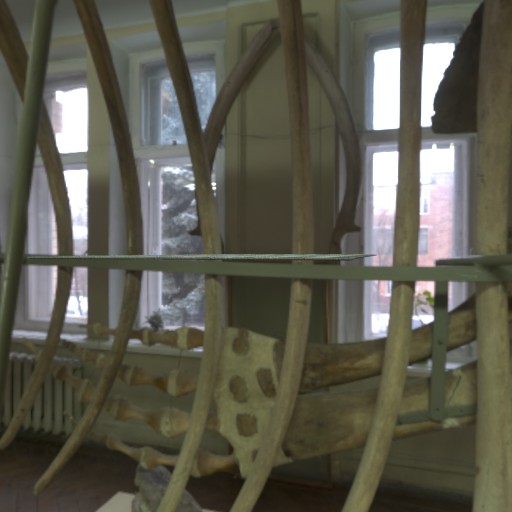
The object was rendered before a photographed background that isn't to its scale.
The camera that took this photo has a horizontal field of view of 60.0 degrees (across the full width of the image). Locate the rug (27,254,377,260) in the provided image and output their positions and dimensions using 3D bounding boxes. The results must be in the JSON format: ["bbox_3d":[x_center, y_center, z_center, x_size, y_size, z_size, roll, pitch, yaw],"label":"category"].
[{"bbox_3d":[0.000,0.000,3.089,1.554,0.011,2.476,0,1,17],"label":"rug"}]
